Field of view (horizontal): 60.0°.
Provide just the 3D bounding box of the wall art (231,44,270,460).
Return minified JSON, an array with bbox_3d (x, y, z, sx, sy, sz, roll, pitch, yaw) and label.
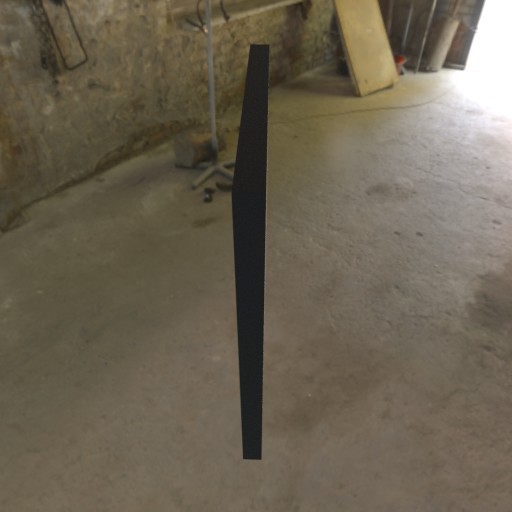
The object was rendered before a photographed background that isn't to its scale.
[{"bbox_3d":[0.000,0.000,0.555,0.024,0.404,0.329,1,41,1],"label":"wall art"}]
